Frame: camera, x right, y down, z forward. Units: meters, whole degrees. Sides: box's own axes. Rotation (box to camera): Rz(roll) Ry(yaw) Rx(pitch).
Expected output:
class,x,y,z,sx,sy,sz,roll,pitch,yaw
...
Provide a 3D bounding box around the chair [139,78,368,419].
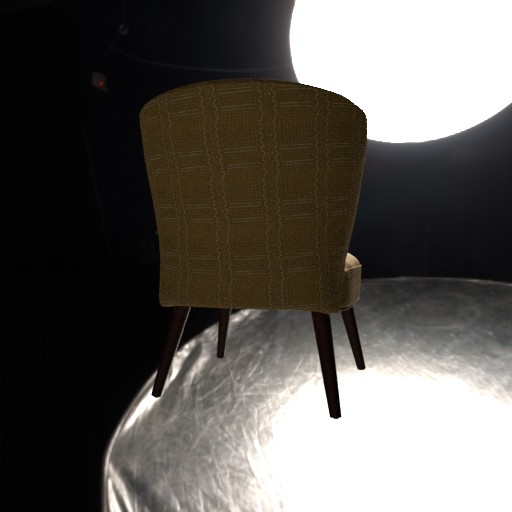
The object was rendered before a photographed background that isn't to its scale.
class,x,y,z,sx,sy,sz,roll,pitch,yaw
chair,0.000,0.000,1.425,0.706,0.866,0.758,0,0,19
